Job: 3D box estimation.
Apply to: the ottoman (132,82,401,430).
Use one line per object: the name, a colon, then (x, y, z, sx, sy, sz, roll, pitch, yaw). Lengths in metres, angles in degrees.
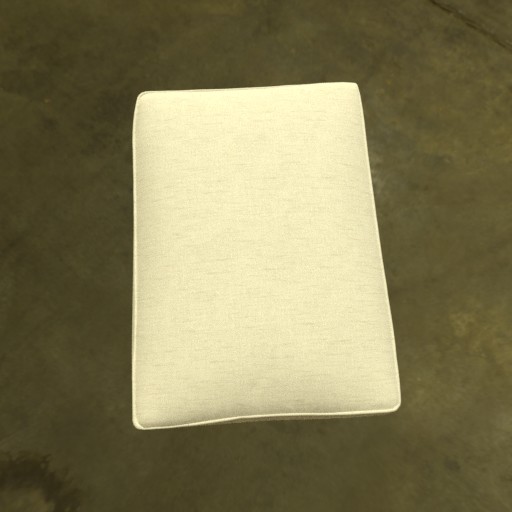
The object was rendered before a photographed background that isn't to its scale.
ottoman: (0.000, 0.000, 0.966, 0.501, 0.406, 0.665, -3, 76, -1)
